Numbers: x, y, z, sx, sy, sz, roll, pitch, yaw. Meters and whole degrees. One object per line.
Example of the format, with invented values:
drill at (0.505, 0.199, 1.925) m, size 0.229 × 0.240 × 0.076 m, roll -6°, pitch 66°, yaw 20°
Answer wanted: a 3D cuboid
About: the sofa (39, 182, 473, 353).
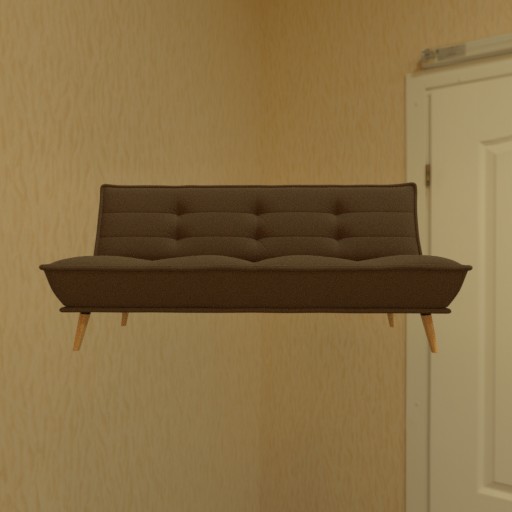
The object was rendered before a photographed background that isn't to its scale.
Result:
sofa at (0.000, 0.000, 2.425) m, size 1.940 × 0.890 × 0.950 m, roll 0°, pitch 1°, yaw 1°
